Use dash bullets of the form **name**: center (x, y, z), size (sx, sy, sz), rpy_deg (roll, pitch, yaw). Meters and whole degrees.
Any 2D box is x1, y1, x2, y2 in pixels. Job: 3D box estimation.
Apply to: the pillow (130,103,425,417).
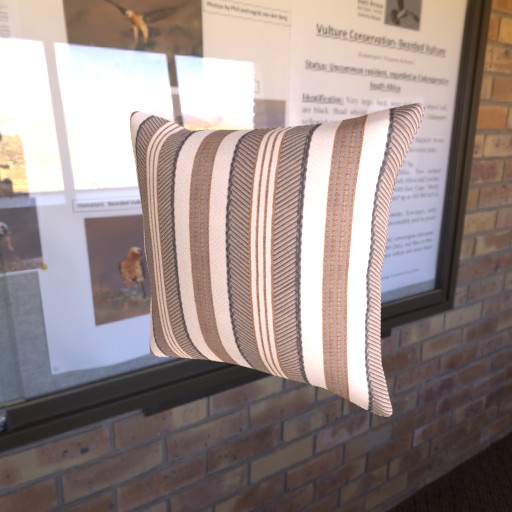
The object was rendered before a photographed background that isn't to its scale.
- **pillow**: center (0.000, 0.000, 0.629), size (0.416, 0.401, 0.173), rpy_deg (7, 17, 25)
